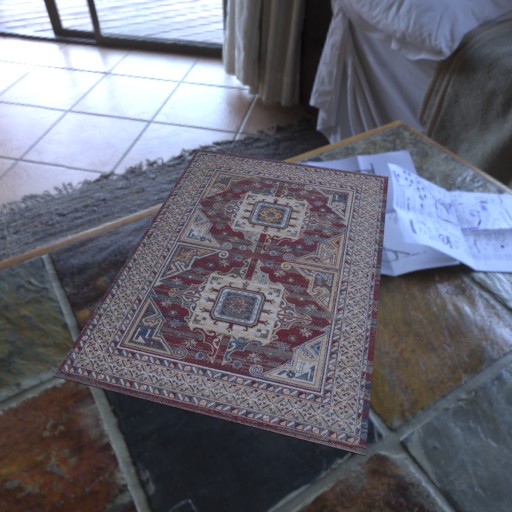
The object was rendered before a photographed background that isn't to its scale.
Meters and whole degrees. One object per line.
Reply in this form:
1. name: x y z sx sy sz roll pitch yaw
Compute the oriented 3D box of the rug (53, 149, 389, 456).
1. rug: 0.000 0.000 2.903 1.599 0.011 2.210 10 47 10
